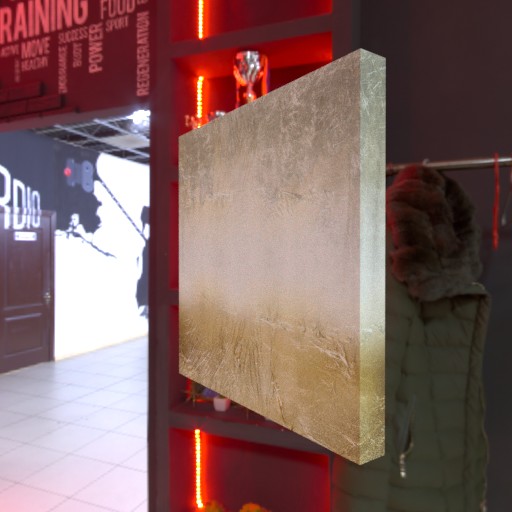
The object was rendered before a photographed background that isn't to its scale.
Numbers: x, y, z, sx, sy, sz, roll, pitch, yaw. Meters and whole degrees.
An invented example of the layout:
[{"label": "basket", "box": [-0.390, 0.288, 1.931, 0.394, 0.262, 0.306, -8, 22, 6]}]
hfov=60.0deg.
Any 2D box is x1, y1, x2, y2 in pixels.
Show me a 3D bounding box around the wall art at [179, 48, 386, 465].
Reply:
[{"label": "wall art", "box": [0.000, 0.000, 0.609, 0.038, 0.407, 0.405, 0, 1, -35]}]
